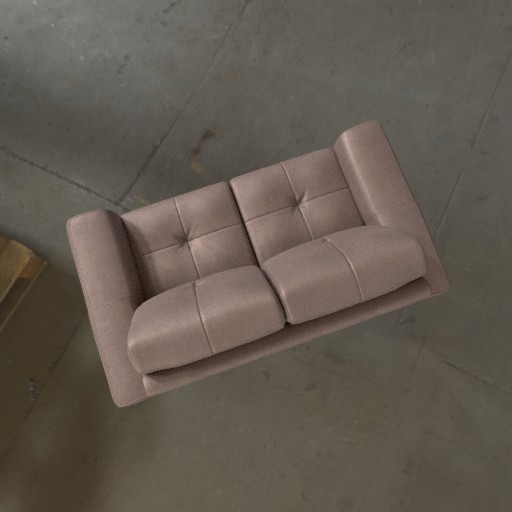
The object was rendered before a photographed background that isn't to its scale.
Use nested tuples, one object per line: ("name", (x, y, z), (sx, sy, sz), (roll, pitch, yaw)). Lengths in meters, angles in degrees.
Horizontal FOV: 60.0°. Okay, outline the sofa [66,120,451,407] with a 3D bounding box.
("sofa", (0.000, 0.000, 2.350), (1.806, 0.907, 1.018), (-19, 78, -4))
